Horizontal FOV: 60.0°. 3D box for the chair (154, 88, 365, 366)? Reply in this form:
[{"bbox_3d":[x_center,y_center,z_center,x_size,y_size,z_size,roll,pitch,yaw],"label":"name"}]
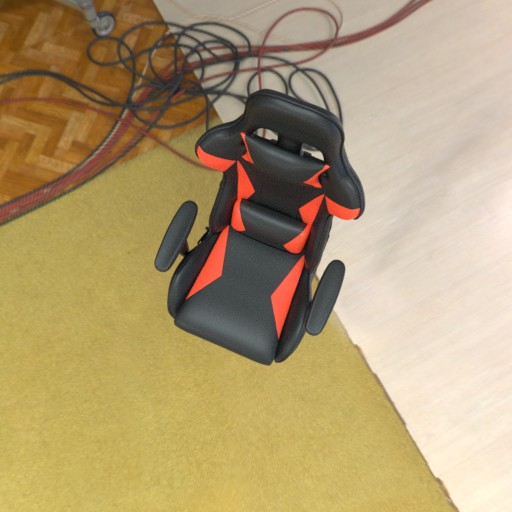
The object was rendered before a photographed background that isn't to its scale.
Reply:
[{"bbox_3d":[0.000,0.000,1.702,0.695,1.282,0.730,22,77,5],"label":"chair"}]
